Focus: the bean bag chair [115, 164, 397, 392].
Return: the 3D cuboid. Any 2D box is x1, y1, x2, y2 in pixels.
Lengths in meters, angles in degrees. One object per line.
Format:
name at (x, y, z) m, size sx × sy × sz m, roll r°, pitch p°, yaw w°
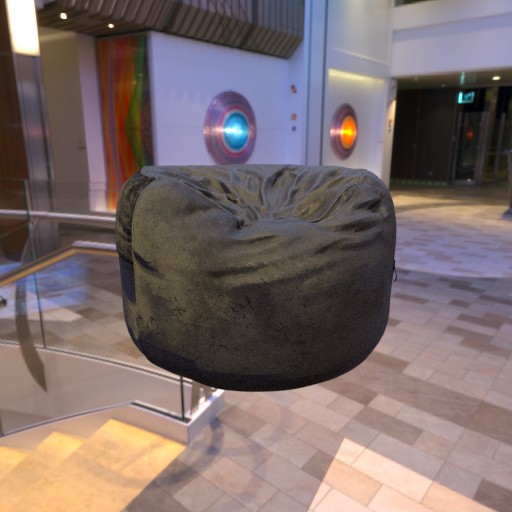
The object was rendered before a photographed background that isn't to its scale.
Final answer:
bean bag chair at (0.000, 0.000, 1.532) m, size 0.918 × 0.605 × 0.918 m, roll 0°, pitch 15°, yaw 0°
